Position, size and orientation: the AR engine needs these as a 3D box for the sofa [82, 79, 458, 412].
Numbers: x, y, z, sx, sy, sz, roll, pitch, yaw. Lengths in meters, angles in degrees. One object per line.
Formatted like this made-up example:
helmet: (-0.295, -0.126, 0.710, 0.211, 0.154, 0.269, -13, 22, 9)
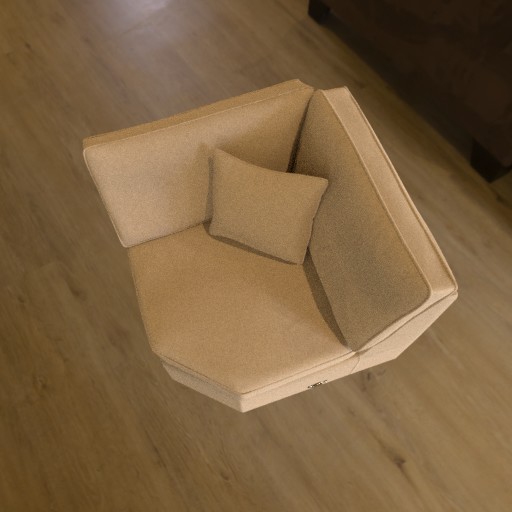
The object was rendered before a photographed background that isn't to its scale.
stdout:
sofa: (0.000, 0.000, 1.834, 1.050, 0.937, 1.042, -16, 63, -9)
